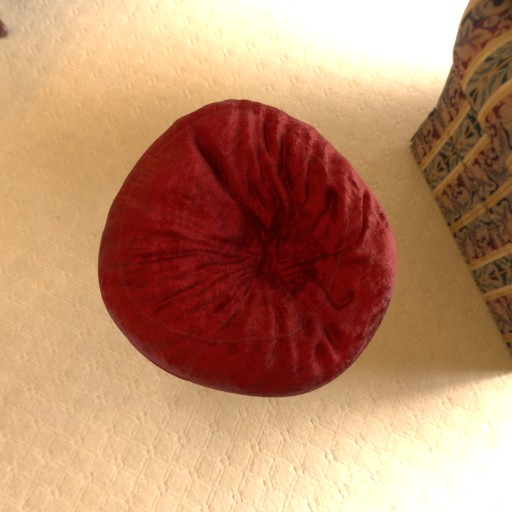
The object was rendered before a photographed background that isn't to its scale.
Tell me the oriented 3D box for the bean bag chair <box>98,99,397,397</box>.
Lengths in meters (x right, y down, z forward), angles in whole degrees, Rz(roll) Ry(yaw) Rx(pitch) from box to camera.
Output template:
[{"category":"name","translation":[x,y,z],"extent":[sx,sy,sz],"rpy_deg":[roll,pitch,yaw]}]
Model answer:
[{"category":"bean bag chair","translation":[0.000,0.000,2.444],"extent":[1.524,0.878,1.524],"rpy_deg":[30,77,8]}]
